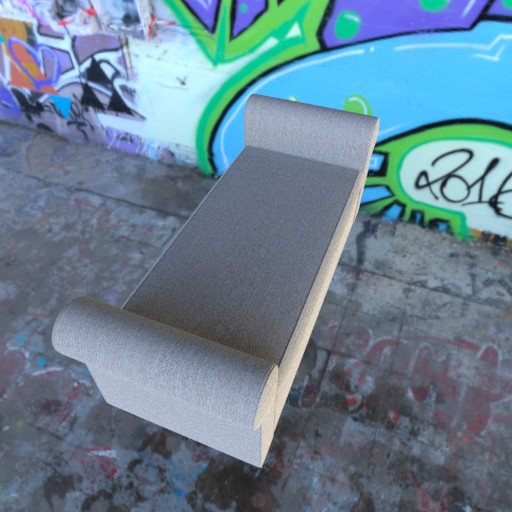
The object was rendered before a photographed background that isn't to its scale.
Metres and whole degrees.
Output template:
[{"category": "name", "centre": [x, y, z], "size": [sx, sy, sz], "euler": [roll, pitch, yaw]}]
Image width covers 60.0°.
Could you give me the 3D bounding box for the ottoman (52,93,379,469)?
[{"category": "ottoman", "centre": [0.000, 0.000, 1.508], "size": [0.521, 0.547, 1.256], "euler": [16, 48, 15]}]
